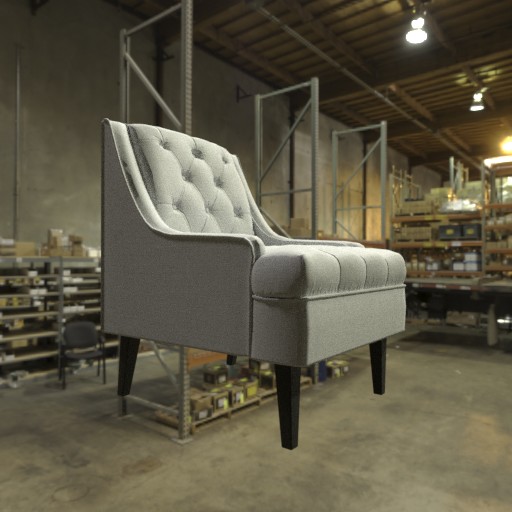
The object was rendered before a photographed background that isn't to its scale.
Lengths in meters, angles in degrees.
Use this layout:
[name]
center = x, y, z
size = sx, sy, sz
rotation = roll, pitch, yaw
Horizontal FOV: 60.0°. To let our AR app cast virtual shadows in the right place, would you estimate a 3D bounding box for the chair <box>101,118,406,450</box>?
[chair]
center = 0.000, 0.000, 1.421
size = 0.772, 0.891, 0.658
rotation = 0, -1, 38
